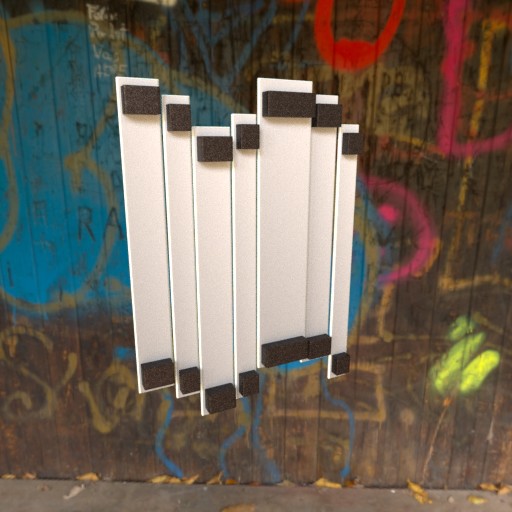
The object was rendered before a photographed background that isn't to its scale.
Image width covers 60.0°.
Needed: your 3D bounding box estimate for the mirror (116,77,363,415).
[{"bbox_3d":[0.000,0.000,0.813,0.445,0.611,0.058,-7,16,-25],"label":"mirror"}]
